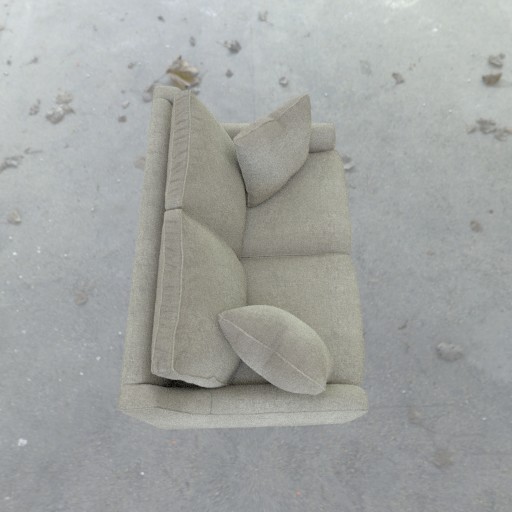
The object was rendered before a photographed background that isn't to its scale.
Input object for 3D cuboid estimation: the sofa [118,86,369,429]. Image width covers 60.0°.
[{"bbox_3d":[0.000,0.000,2.019,0.915,0.863,1.422,-1,64,0],"label":"sofa"}]
